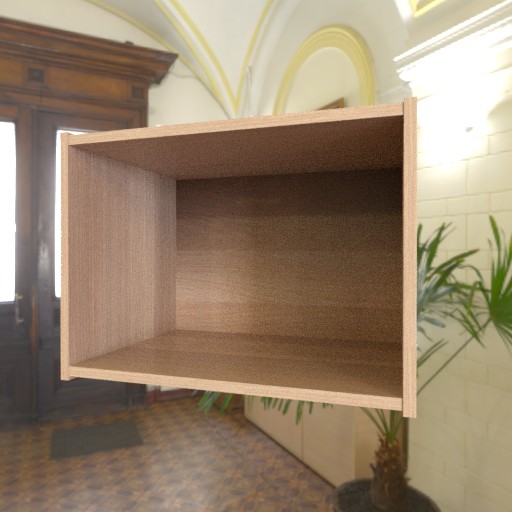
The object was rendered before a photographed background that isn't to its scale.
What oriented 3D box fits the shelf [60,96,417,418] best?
[{"bbox_3d":[0.000,0.000,0.621,0.415,0.305,0.290,0,1,18],"label":"shelf"}]
